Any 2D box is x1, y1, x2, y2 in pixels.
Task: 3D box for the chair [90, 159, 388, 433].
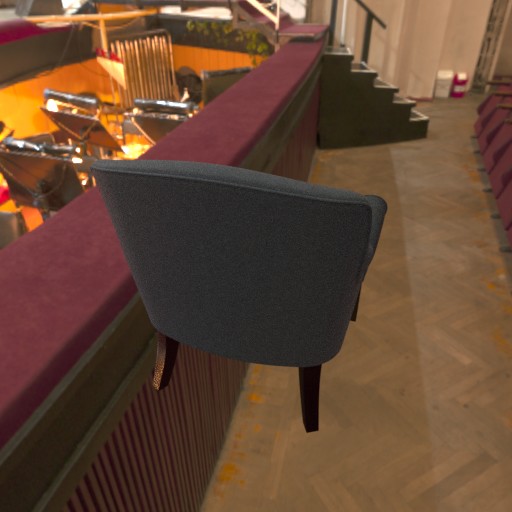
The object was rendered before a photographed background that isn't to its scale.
[{"bbox_3d":[0.000,0.000,1.462,0.770,0.878,0.754,10,34,15],"label":"chair"}]
